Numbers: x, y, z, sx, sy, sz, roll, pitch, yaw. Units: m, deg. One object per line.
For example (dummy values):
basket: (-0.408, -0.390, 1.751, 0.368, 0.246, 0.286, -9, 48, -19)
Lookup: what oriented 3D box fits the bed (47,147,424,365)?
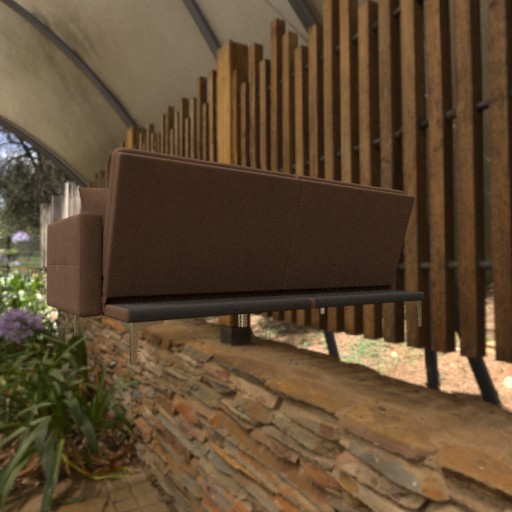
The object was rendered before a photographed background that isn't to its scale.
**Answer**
bed: (0.000, 0.000, 2.373, 1.905, 0.787, 0.889, 1, -1, -36)
